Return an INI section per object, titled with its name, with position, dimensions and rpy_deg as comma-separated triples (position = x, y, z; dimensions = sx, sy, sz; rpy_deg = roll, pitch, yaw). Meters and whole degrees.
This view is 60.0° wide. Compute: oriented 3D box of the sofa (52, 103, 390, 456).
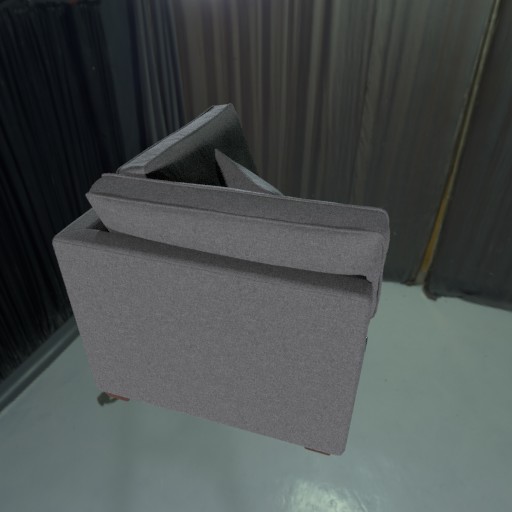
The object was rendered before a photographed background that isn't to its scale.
[sofa]
position = 0.000, 0.000, 1.961
dimensions = 1.084, 1.002, 1.146
rpy_deg = 10, 35, 15
